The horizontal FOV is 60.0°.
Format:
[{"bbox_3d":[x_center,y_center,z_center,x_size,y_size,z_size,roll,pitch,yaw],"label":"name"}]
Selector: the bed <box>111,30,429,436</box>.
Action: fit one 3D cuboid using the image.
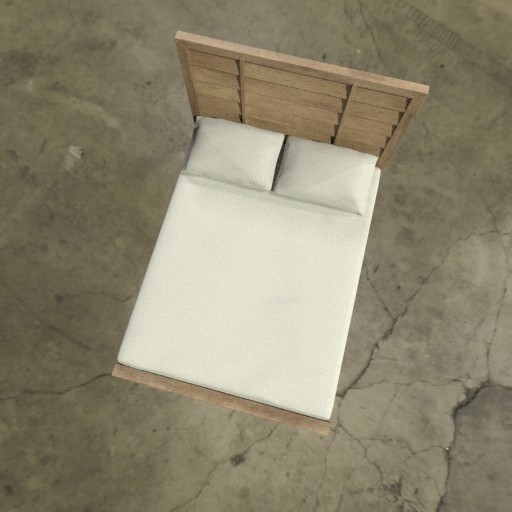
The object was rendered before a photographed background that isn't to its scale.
[{"bbox_3d":[0.000,0.000,3.260,1.626,1.626,2.197,14,74,4],"label":"bed"}]
